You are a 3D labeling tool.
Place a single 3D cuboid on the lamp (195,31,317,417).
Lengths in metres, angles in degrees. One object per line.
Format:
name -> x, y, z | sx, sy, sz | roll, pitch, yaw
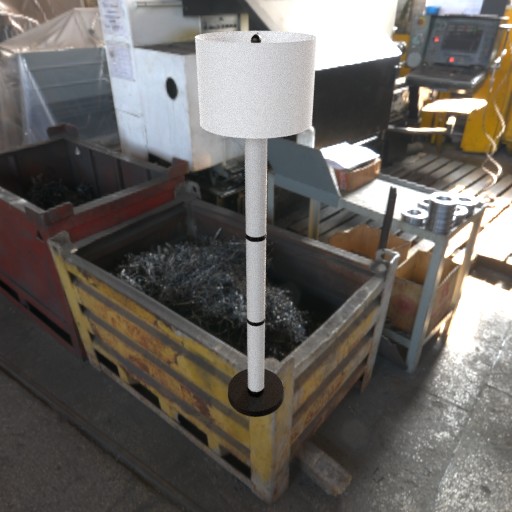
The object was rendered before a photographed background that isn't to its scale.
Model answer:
lamp -> 0.000, 0.000, 1.780 | 0.377, 1.599, 0.377 | 1, 31, 1
